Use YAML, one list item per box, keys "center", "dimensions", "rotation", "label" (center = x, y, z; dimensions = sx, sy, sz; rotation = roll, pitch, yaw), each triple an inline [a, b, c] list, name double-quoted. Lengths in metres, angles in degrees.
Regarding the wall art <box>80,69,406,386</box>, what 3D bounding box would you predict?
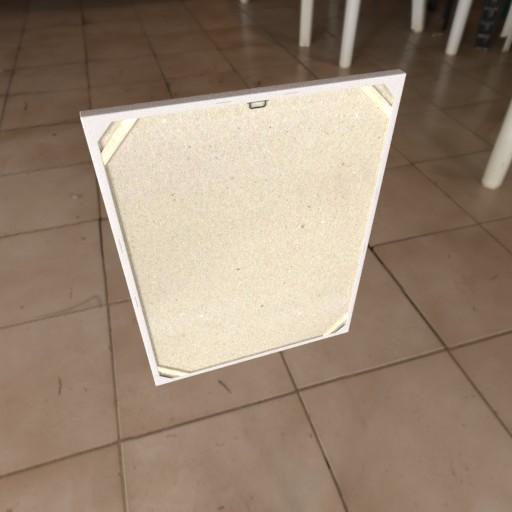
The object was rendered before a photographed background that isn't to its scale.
- center: [0.000, 0.000, 1.607]
  dimensions: [0.914, 1.212, 0.038]
  rotation: [-13, 44, -14]
  label: "wall art"
